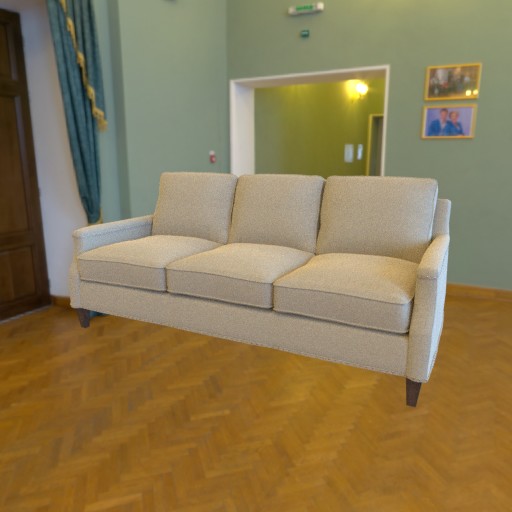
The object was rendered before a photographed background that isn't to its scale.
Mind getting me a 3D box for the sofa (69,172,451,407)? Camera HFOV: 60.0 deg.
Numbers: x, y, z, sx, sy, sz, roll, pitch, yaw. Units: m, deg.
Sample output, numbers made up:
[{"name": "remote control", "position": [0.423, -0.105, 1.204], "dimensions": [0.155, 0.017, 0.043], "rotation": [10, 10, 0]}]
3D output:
[{"name": "sofa", "position": [0.000, 0.000, 2.825], "dimensions": [2.246, 1.003, 1.084], "rotation": [7, 15, 26]}]
